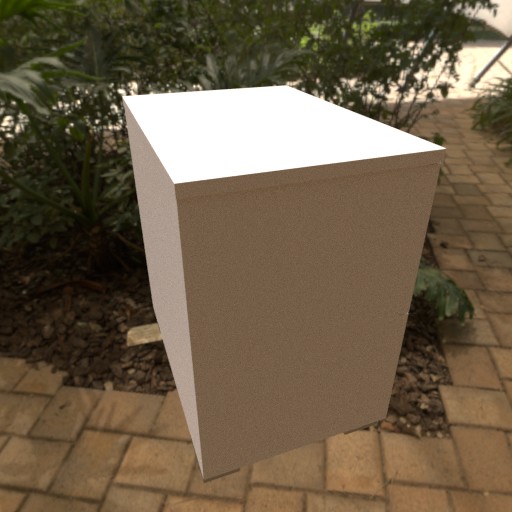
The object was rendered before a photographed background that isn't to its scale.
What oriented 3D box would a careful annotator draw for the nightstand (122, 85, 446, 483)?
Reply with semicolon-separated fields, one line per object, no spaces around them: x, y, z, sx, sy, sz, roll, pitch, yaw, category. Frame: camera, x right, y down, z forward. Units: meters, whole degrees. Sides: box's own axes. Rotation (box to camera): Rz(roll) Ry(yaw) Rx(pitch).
0.000;0.000;0.748;0.325;0.460;0.441;-11;32;-18;nightstand
